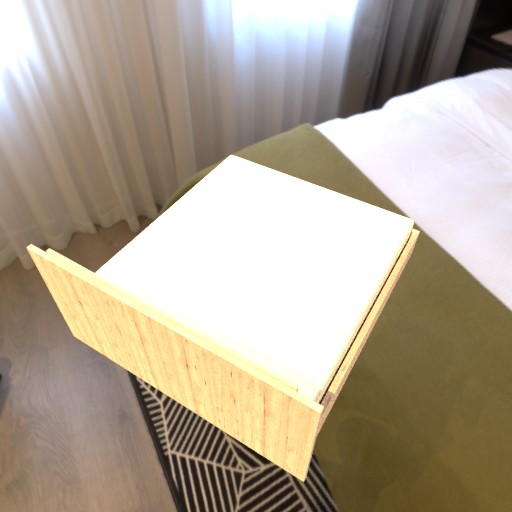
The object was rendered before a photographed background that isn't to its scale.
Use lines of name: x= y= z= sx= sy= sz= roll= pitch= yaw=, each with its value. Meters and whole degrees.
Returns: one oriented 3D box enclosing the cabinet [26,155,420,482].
cabinet: x=0.000 y=0.000 z=3.253 sx=1.950 sy=0.970 sz=2.080 roll=24 pitch=51 yaw=21
